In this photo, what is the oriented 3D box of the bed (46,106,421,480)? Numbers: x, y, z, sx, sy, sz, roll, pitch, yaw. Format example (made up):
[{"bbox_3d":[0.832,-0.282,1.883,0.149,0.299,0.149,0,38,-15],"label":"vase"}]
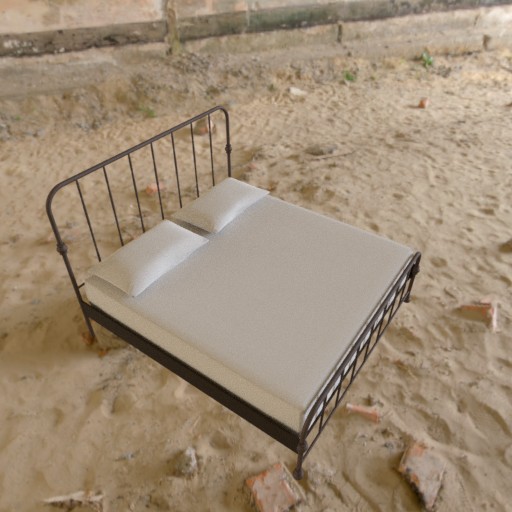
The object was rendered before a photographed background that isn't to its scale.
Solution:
[{"bbox_3d":[0.000,0.000,3.537,2.134,1.446,2.044,24,45,26],"label":"bed"}]
